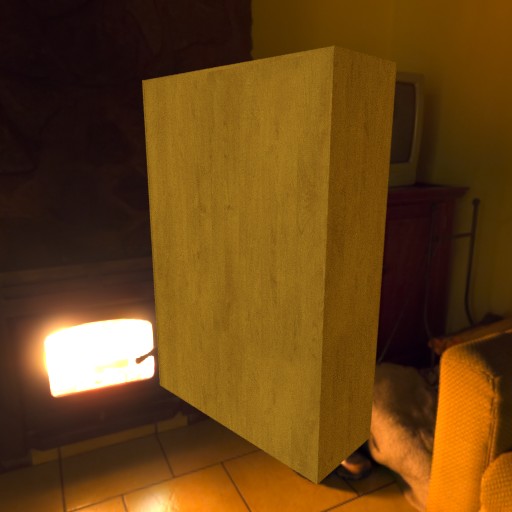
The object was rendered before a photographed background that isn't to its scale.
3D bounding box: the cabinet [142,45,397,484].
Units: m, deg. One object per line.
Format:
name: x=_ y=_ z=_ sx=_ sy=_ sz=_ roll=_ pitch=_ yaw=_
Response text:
cabinet: x=0.000 y=0.000 z=2.474 sx=1.290 sy=1.910 sz=0.510 roll=13 pitch=19 yaw=42
